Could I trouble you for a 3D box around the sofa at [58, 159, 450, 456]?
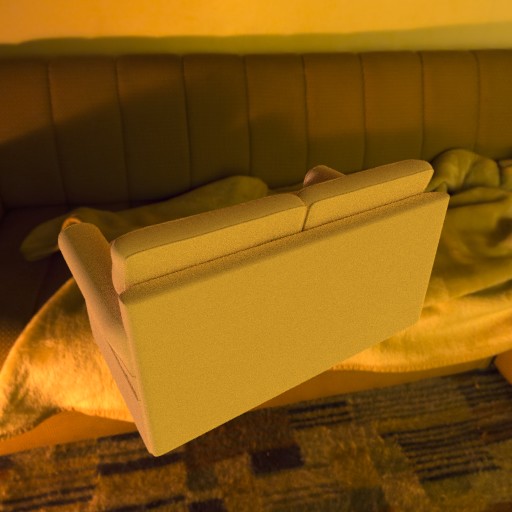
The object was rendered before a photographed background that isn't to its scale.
[{"bbox_3d":[0.000,0.000,2.308,1.727,0.940,0.991,-18,36,-27],"label":"sofa"}]
